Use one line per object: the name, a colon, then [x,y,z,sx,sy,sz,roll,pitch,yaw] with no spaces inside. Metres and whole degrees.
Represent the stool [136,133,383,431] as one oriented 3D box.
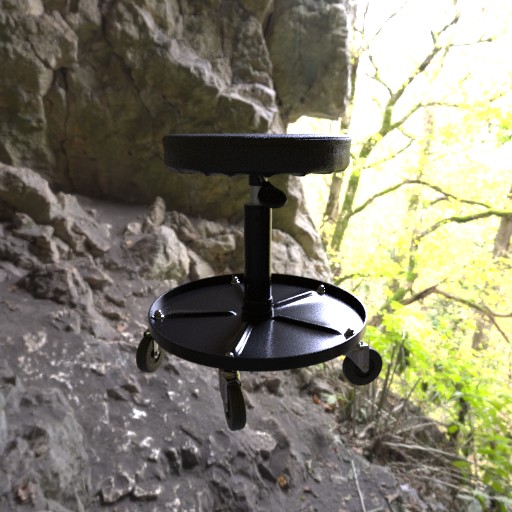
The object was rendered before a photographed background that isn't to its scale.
stool: [0.000,0.000,0.689,0.381,0.365,0.382,-3,16,-9]
